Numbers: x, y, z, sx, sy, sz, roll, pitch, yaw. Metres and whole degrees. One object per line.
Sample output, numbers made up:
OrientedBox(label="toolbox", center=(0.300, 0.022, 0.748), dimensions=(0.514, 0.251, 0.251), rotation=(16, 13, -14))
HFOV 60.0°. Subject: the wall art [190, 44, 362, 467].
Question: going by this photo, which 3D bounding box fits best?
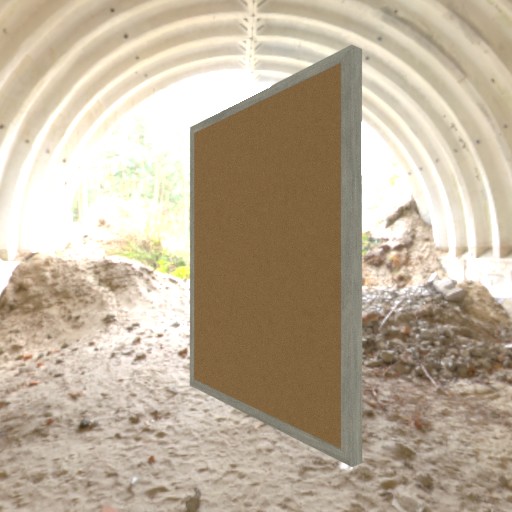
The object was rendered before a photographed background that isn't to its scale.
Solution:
OrientedBox(label="wall art", center=(0.000, 0.000, 0.810), dimensions=(0.022, 0.582, 0.479), rotation=(0, 0, -36))
